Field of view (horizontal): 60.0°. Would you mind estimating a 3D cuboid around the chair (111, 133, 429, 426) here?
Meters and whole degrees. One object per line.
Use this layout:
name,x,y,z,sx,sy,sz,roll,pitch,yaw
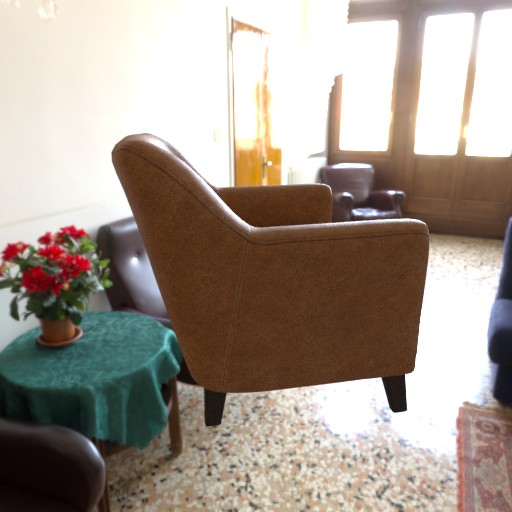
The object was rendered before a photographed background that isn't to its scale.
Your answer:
chair,0.000,0.000,1.844,1.034,0.980,1.037,-3,17,-11
